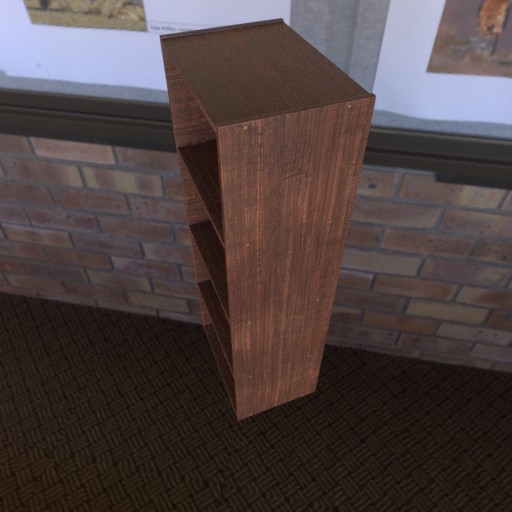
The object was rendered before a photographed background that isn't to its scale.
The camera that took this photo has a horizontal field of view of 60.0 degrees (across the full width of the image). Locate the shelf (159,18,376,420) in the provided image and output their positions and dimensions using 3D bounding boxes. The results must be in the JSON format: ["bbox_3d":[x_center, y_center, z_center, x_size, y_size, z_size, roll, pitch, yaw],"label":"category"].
[{"bbox_3d":[0.000,0.000,1.264,0.290,1.099,0.415,-16,49,-15],"label":"shelf"}]
